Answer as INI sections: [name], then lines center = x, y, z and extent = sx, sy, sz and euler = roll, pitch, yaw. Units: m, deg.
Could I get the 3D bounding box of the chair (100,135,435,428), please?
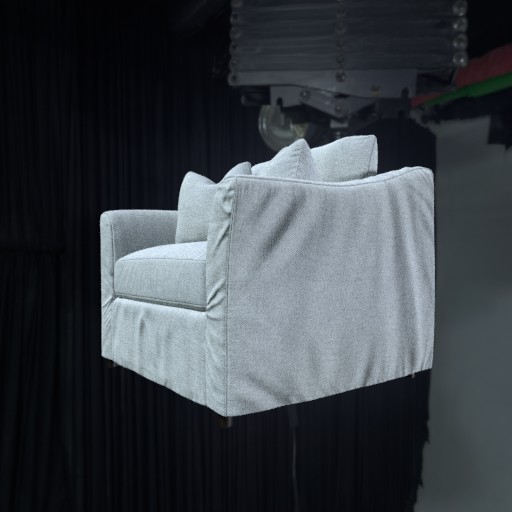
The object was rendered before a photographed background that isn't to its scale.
[chair]
center = 0.000, 0.000, 2.042
extent = 1.071, 1.059, 1.194
euler = 1, -1, -37
